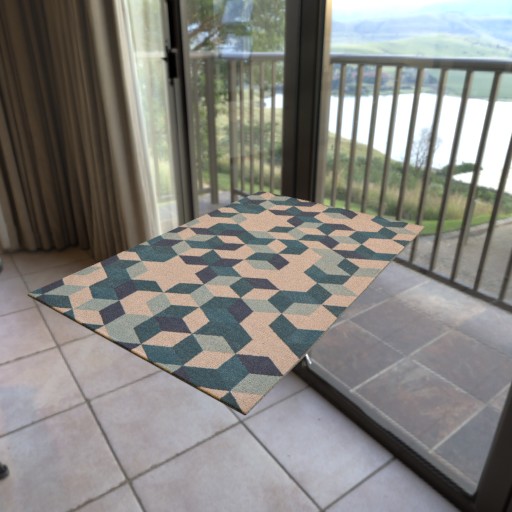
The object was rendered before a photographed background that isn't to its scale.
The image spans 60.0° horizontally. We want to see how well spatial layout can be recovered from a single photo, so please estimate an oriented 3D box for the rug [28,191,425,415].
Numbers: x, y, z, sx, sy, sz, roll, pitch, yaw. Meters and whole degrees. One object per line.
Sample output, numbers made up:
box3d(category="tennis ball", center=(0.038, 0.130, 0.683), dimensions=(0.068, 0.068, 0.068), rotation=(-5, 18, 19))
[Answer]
box3d(category="rug", center=(0.000, 0.000, 2.337), dimensions=(1.235, 0.014, 1.829), rotation=(17, 31, 31))
